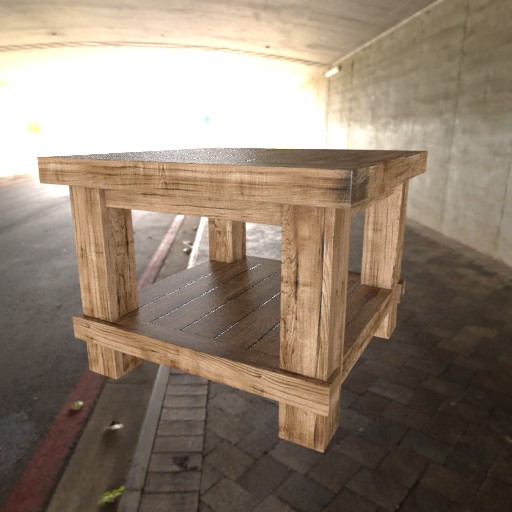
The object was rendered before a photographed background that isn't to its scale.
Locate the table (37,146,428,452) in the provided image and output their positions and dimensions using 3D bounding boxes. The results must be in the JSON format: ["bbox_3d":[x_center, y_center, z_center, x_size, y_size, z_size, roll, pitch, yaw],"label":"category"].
[{"bbox_3d":[0.000,0.000,1.013,0.610,0.457,0.610,9,18,28],"label":"table"}]
